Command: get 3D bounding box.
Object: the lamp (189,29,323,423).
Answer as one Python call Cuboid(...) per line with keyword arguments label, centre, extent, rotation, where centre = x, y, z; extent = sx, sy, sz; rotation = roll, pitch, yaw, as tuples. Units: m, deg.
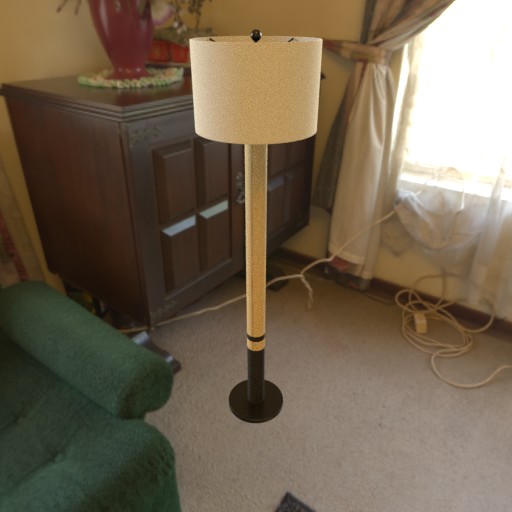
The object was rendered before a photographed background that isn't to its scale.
Cuboid(label="lamp", centre=(0.000, 0.000, 1.622), extent=(0.381, 1.478, 0.381), rotation=(10, 30, 17))
